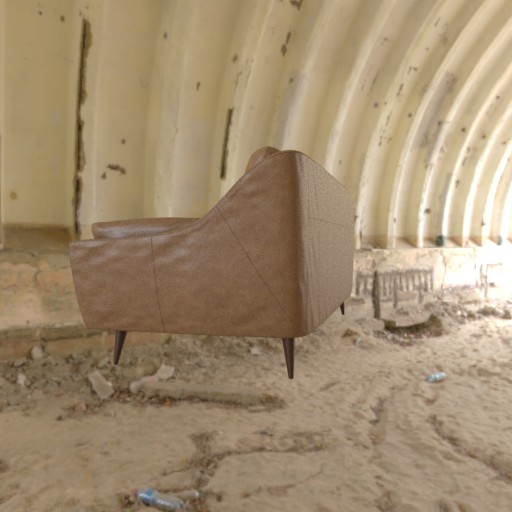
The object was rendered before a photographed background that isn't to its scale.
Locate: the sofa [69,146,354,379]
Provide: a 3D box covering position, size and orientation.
[{"bbox_3d":[0.000,0.000,2.418,0.904,0.839,1.902,1,2,18],"label":"sofa"}]
